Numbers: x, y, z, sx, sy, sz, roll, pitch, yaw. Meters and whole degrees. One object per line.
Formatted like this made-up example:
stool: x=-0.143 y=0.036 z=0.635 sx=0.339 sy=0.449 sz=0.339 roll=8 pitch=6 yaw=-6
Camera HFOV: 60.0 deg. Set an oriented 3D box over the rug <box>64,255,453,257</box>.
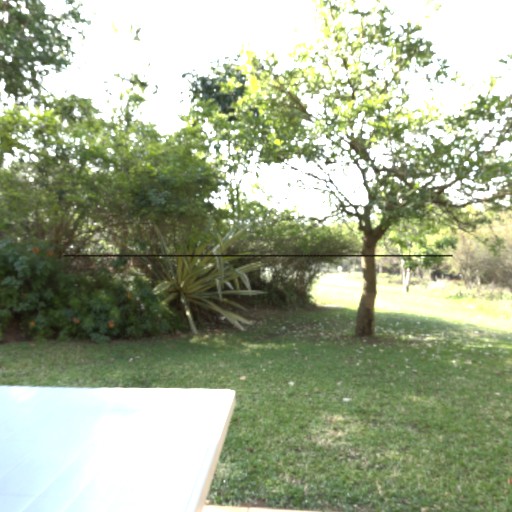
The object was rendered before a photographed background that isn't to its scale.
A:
rug: x=0.000 y=0.000 z=2.929 sx=1.600 sy=0.008 sz=2.235 roll=0 pitch=0 yaw=-1
